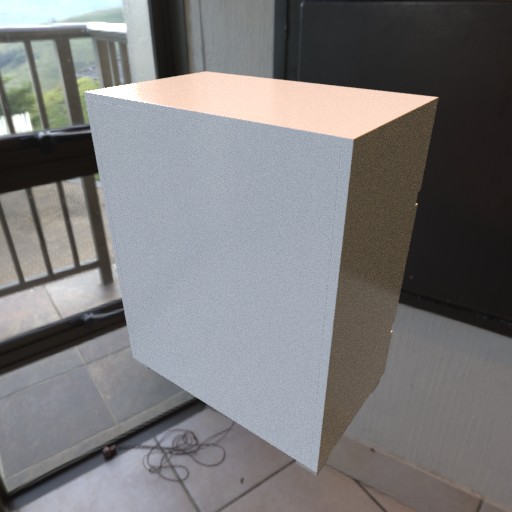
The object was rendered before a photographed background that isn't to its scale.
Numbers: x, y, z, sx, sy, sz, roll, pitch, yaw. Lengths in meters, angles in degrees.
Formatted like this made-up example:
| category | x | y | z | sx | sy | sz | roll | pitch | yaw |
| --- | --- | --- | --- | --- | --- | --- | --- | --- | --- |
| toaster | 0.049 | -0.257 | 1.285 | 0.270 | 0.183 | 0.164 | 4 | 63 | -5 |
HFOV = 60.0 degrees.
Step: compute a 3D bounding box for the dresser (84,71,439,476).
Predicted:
| category | x | y | z | sx | sy | sz | roll | pitch | yaw |
| --- | --- | --- | --- | --- | --- | --- | --- | --- | --- |
| dresser | 0.000 | 0.000 | 1.150 | 0.650 | 0.800 | 0.400 | 20 | 36 | 31 |
